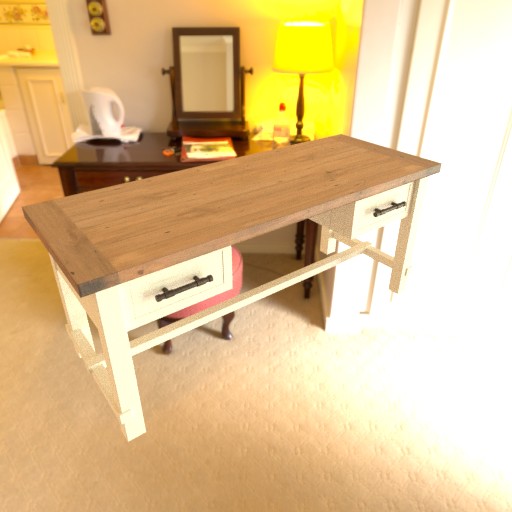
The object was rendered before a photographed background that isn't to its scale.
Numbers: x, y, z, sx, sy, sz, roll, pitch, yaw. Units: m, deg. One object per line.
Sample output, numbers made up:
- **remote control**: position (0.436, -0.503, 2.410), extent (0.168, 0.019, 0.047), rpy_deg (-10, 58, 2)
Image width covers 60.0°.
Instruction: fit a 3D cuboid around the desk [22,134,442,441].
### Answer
- **desk**: position (0.000, 0.000, 2.176), extent (1.803, 0.762, 0.688), rpy_deg (-21, 36, -31)
